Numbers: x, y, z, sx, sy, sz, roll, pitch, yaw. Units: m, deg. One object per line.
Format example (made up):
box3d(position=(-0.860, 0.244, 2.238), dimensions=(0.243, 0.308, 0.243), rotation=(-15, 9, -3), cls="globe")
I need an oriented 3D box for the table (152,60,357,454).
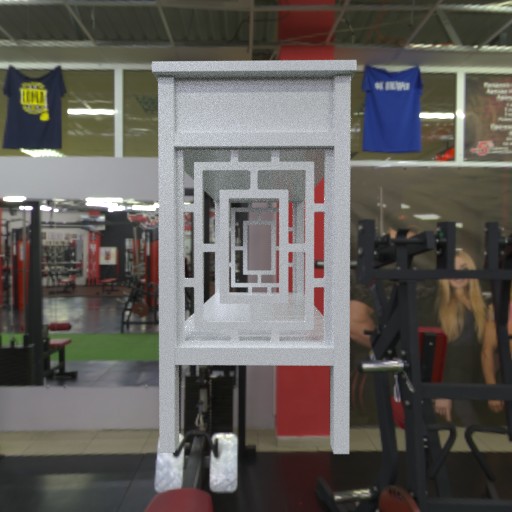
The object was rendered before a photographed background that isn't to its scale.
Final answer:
box3d(position=(0.000, 0.000, 1.374), dimensions=(0.397, 0.753, 1.068), rotation=(0, 1, 1), cls="table")
